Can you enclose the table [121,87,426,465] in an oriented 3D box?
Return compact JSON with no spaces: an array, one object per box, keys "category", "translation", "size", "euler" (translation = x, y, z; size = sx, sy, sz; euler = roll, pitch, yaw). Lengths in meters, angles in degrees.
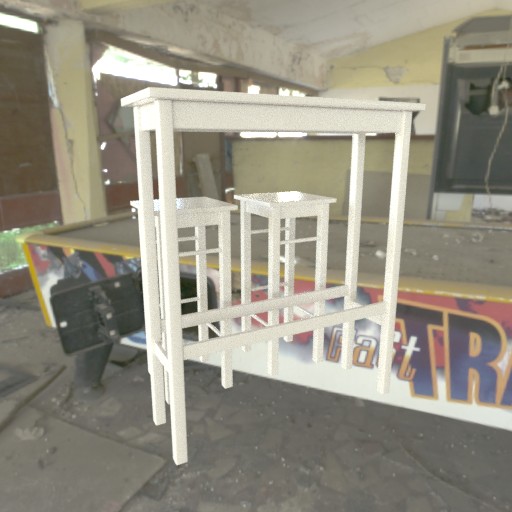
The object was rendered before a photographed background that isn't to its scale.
[{"category":"table","translation":[0.000,0.000,1.649],"size":[0.915,1.065,0.650],"euler":[-7,16,-27]}]
